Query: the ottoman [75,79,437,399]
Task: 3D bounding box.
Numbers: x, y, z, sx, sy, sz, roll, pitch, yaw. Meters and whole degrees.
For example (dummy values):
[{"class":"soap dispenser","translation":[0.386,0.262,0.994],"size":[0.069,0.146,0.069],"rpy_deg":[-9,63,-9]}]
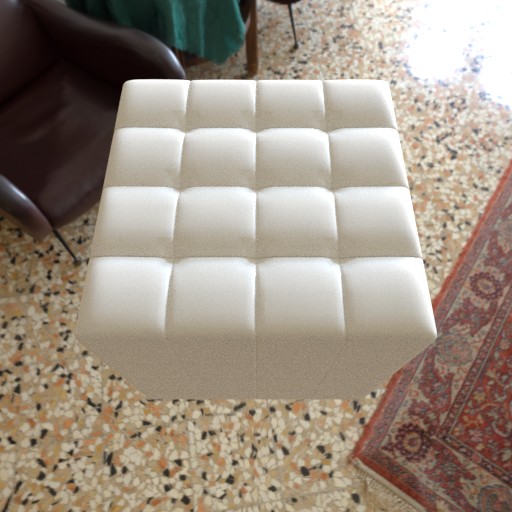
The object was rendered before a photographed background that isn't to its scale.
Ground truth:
[{"class":"ottoman","translation":[0.000,0.000,0.784],"size":[0.425,0.432,0.425],"rpy_deg":[0,63,0]}]
